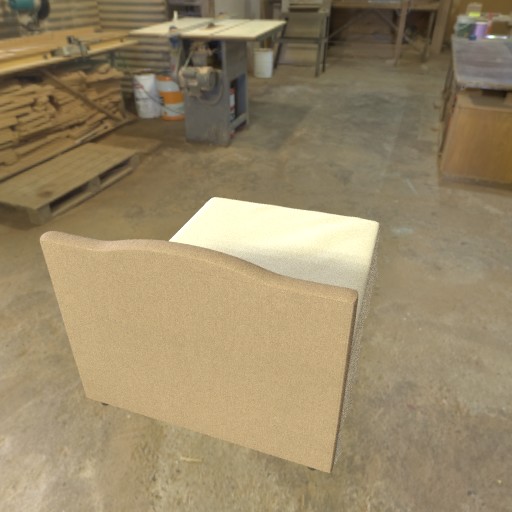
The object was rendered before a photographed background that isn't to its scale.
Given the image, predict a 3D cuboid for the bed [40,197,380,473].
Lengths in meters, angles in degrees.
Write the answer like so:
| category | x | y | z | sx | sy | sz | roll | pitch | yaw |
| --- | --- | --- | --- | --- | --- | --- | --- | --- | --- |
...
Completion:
| category | x | y | z | sx | sy | sz | roll | pitch | yaw |
| --- | --- | --- | --- | --- | --- | --- | --- | --- | --- |
| bed | 0.000 | 0.000 | 3.393 | 1.821 | 1.436 | 2.282 | 11 | 34 | 16 |
